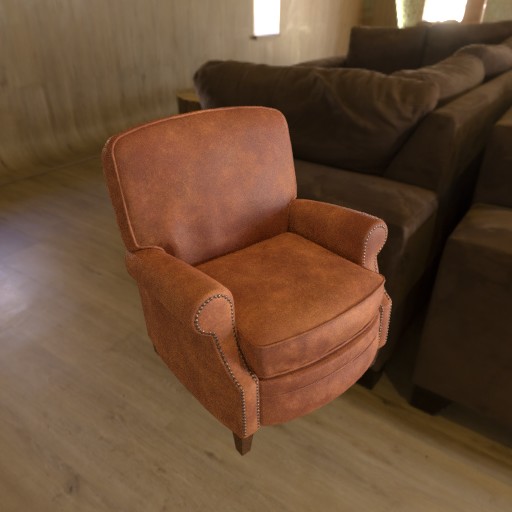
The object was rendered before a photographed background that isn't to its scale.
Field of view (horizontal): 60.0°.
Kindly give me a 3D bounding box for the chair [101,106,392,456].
[{"bbox_3d":[0.000,0.000,1.753,0.936,1.018,0.986,-22,36,-33],"label":"chair"}]
